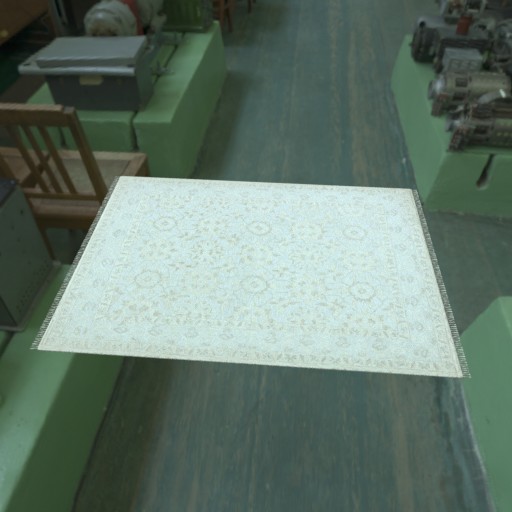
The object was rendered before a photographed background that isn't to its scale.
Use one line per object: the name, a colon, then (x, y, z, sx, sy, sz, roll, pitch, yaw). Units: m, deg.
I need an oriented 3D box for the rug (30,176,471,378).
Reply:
rug: (0.000, 0.000, 2.759, 2.233, 0.011, 1.514, 3, 46, 3)
